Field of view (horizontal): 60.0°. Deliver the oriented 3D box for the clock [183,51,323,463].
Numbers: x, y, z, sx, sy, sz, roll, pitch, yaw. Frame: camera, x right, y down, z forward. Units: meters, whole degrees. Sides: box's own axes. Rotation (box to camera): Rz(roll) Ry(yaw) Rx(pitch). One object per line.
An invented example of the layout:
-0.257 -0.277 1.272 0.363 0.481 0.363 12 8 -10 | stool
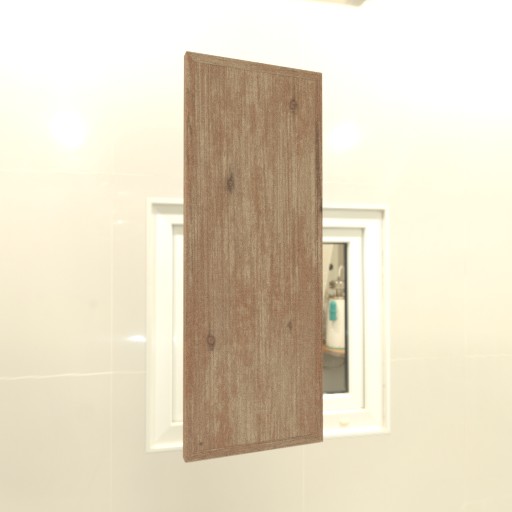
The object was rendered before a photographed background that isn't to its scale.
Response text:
0.000 0.000 1.111 0.361 0.965 0.030 0 -1 -20 | clock
